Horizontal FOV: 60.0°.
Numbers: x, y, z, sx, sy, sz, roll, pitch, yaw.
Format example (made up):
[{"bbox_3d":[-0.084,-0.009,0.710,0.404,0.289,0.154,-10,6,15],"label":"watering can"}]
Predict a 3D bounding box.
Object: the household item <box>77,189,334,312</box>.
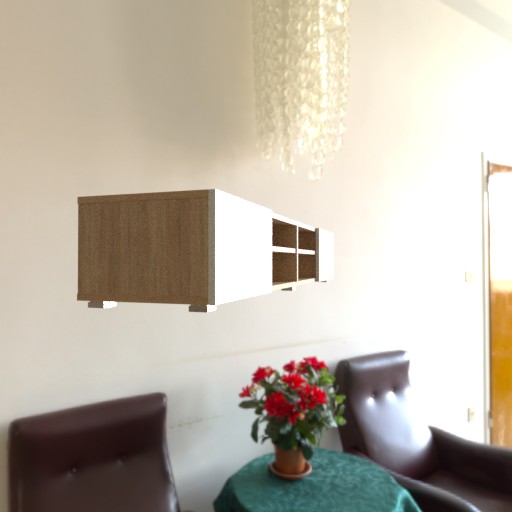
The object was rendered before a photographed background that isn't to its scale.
[{"bbox_3d":[0.000,0.000,2.042,0.420,0.310,1.850,0,-1,19],"label":"household item"}]
